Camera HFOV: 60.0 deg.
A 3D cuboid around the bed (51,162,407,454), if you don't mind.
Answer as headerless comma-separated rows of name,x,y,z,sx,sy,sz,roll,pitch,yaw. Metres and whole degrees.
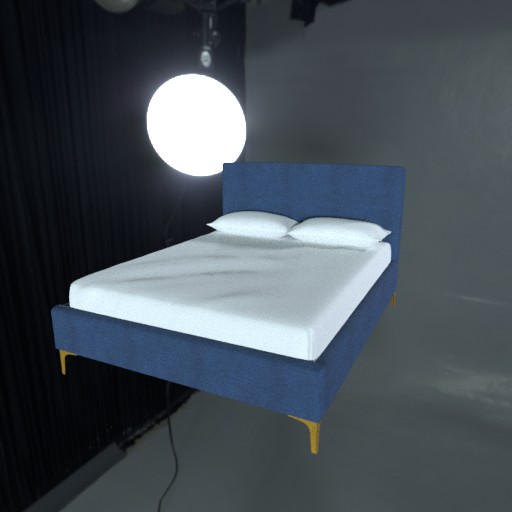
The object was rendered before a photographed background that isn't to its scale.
bed,0.000,0.000,3.211,1.723,1.231,2.172,7,16,25
